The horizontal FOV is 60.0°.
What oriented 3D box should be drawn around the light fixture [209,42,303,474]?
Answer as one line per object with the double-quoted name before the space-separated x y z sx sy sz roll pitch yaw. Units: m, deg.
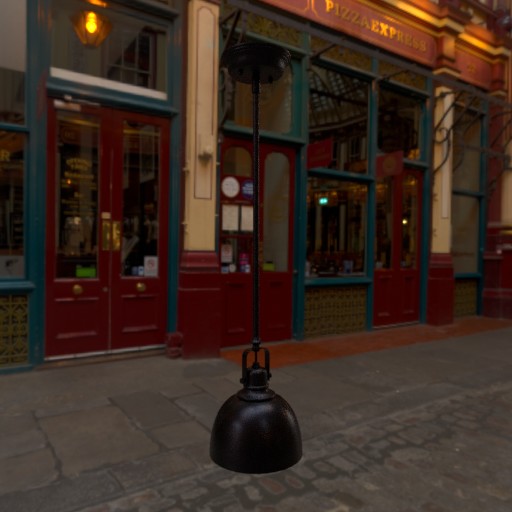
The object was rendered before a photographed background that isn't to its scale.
"light fixture" 0.000 0.000 0.864 0.182 0.768 0.182 0 0 -35
